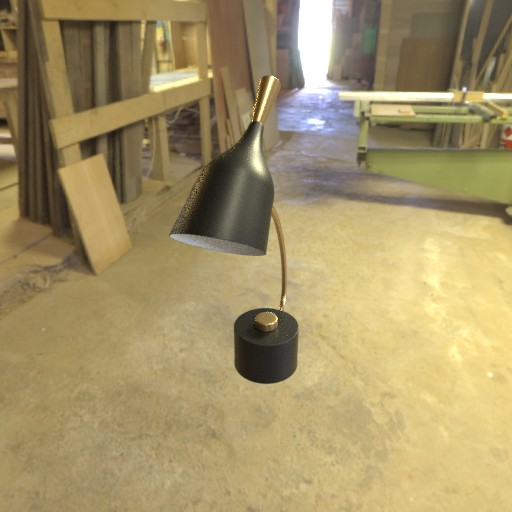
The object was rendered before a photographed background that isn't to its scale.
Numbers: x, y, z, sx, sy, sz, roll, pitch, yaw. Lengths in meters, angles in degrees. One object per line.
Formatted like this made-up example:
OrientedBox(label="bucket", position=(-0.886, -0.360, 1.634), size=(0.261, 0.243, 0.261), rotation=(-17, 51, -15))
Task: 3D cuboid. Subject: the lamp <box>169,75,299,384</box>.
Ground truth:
OrientedBox(label="lamp", position=(0.000, 0.000, 0.623), size=(0.110, 0.464, 0.352), rotation=(8, 27, 16))
